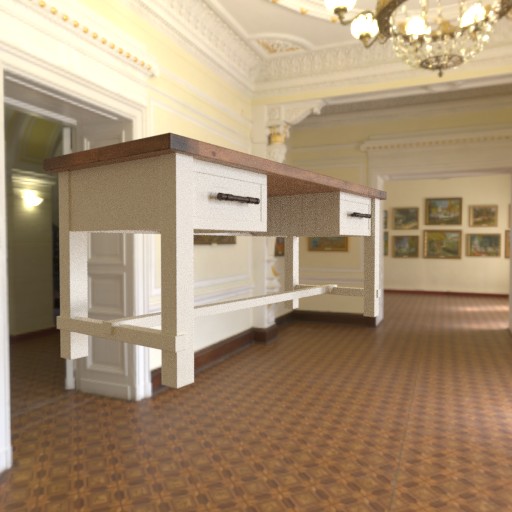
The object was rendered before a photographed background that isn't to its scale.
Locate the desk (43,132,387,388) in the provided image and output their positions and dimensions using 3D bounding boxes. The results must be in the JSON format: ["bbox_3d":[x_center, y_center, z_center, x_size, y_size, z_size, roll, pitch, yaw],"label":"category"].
[{"bbox_3d":[0.000,0.000,2.220,0.688,0.762,1.803,1,2,36],"label":"desk"}]
